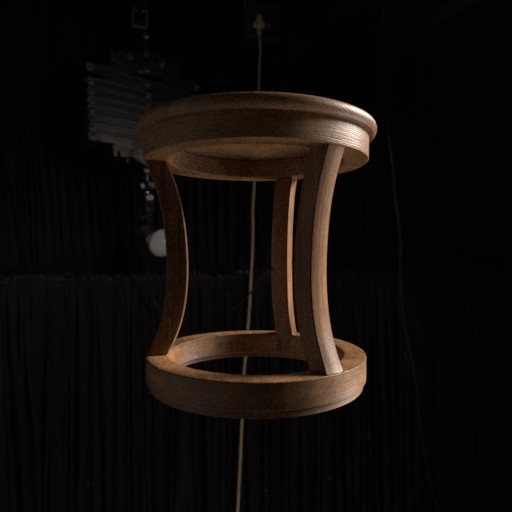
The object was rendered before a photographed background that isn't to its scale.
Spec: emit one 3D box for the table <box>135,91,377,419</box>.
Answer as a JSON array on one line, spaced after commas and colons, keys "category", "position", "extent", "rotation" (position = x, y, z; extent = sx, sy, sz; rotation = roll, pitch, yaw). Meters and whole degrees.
[{"category": "table", "position": [0.000, 0.000, 0.824], "extent": [0.432, 0.460, 0.432], "rotation": [0, 1, 0]}]
